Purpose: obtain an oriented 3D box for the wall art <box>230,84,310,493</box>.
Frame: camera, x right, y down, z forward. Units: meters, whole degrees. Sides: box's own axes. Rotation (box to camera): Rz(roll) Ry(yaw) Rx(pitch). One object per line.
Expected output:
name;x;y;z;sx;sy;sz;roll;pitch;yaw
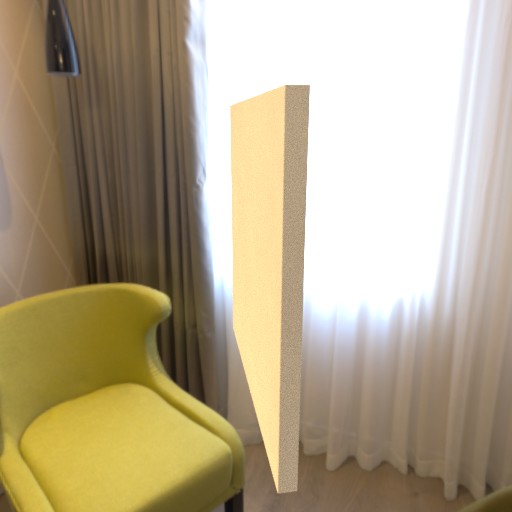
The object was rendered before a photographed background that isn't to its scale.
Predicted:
wall art;0.000;0.000;1.135;0.040;0.762;0.762;-3;17;-9
